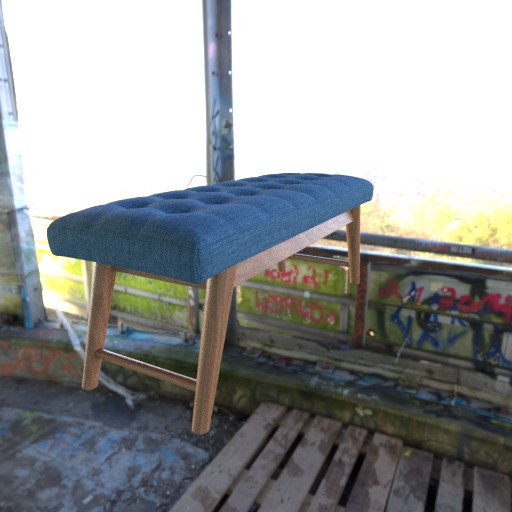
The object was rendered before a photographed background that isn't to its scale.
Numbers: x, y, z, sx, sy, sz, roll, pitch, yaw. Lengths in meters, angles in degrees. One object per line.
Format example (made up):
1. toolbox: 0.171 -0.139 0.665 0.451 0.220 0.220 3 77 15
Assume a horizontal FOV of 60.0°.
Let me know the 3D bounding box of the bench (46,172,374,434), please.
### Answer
1. bench: 0.000 0.000 1.355 0.406 0.432 1.118 9 18 28
